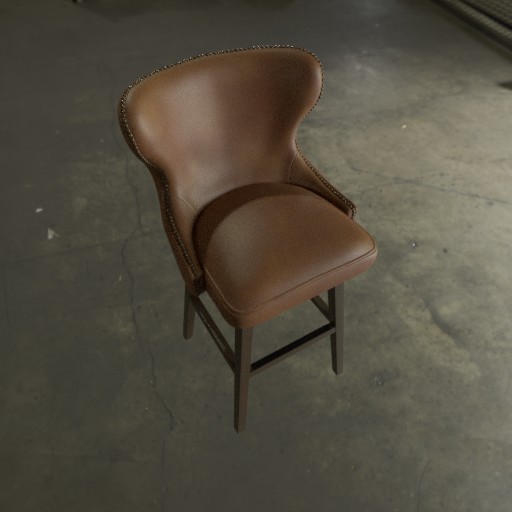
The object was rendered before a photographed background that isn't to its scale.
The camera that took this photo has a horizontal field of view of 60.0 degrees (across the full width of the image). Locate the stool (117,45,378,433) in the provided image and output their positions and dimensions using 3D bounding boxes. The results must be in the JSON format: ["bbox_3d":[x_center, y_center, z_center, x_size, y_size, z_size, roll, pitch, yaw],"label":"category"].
[{"bbox_3d":[0.000,0.000,1.427,0.591,1.087,0.606,-23,51,-21],"label":"stool"}]
